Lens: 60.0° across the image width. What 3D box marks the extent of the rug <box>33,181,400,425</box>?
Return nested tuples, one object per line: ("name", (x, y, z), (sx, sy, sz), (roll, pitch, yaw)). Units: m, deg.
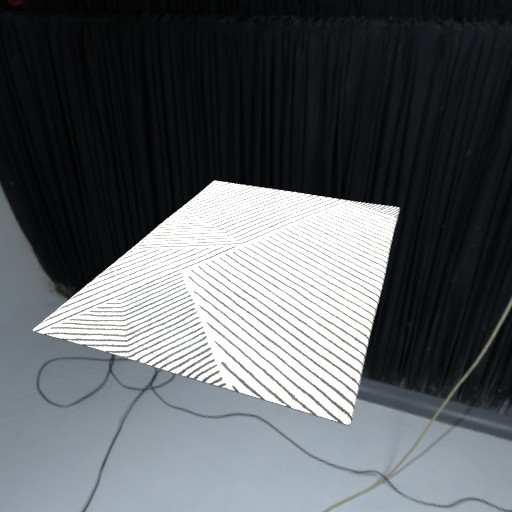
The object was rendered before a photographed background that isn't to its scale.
("rug", (0.000, 0.000, 3.242), (1.829, 0.028, 2.449), (11, 33, 17))
